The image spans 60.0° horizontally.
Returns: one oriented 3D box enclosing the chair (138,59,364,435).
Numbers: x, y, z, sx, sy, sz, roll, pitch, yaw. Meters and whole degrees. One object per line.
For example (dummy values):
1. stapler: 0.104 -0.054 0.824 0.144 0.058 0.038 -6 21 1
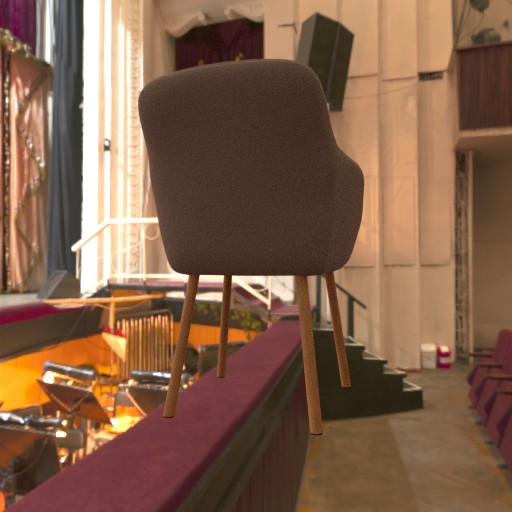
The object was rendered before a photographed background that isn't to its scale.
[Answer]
1. chair: 0.000 0.000 1.226 0.570 0.830 0.590 0 -1 18
